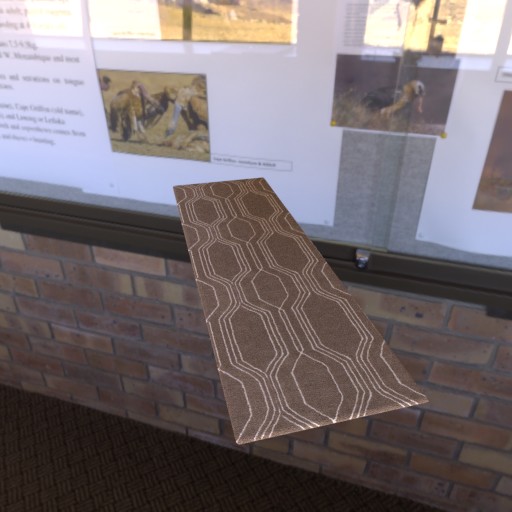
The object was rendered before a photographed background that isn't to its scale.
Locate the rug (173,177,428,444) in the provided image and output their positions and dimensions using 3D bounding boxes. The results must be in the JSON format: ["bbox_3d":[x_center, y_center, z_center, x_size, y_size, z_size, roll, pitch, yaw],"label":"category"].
[{"bbox_3d":[0.000,0.000,2.678,0.773,0.012,2.464,-8,32,-12],"label":"rug"}]
